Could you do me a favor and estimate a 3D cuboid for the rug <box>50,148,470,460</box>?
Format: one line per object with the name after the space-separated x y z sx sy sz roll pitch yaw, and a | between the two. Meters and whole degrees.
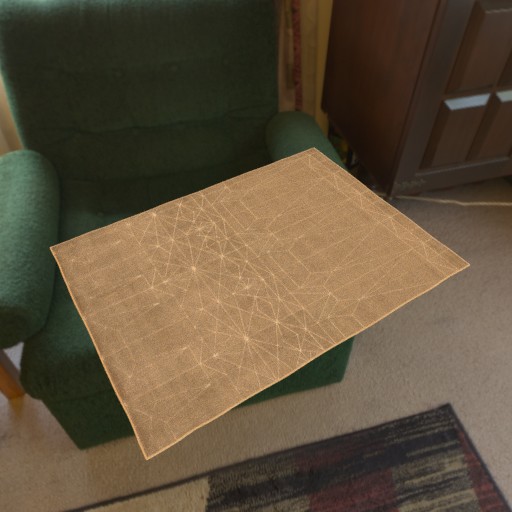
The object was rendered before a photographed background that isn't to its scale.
0.000 0.000 4.359 3.357 0.019 2.449 -25 51 -22 | rug
